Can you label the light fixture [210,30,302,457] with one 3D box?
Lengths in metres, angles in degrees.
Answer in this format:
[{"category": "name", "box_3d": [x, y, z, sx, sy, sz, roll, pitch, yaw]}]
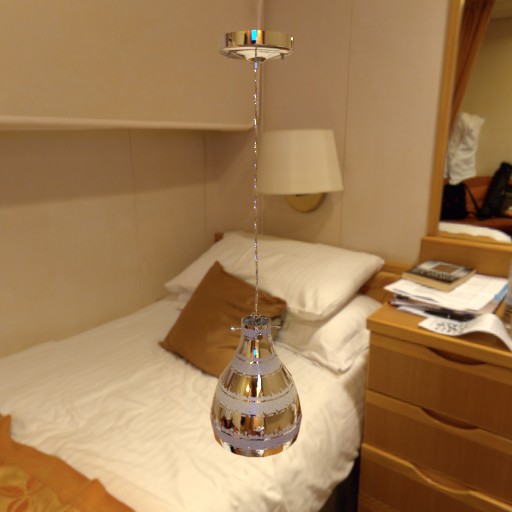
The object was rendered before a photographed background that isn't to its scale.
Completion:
[{"category": "light fixture", "box_3d": [0.000, 0.000, 1.629, 0.374, 1.457, 0.374, -2, 15, -9]}]
